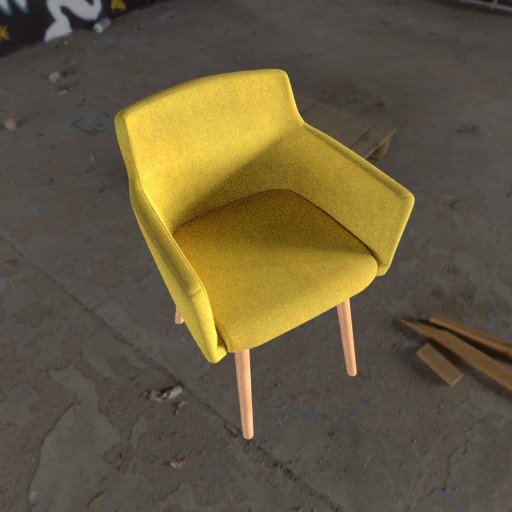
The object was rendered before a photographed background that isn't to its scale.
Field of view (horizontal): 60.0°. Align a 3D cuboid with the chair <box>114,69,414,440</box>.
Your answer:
[{"bbox_3d":[0.000,0.000,1.203,0.570,0.780,0.570,-24,51,-21],"label":"chair"}]
